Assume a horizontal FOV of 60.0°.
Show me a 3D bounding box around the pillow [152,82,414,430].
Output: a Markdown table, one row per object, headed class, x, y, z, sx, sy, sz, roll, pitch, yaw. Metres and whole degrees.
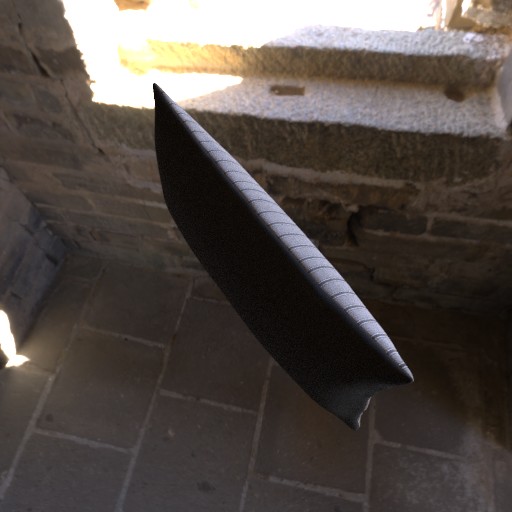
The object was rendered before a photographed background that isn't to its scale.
| class | x | y | z | sx | sy | sz | roll | pitch | yaw |
| --- | --- | --- | --- | --- | --- | --- | --- | --- | --- |
| pillow | 0.000 | 0.000 | 0.745 | 0.151 | 0.305 | 0.609 | -31 | 64 | -17 |
